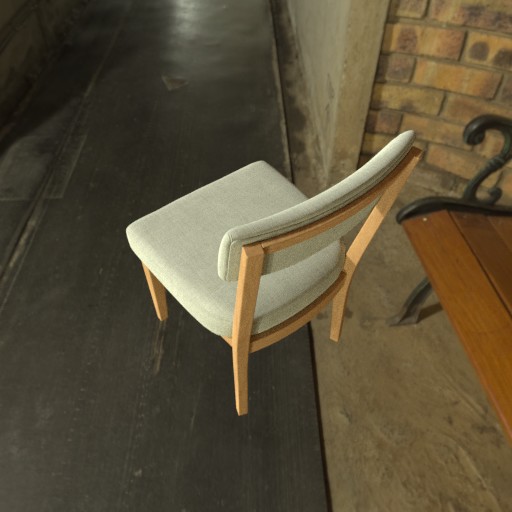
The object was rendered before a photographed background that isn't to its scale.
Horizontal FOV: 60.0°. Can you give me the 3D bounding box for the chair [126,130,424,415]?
[{"bbox_3d":[0.000,0.000,1.228,0.508,0.832,0.572,-31,56,-25],"label":"chair"}]
